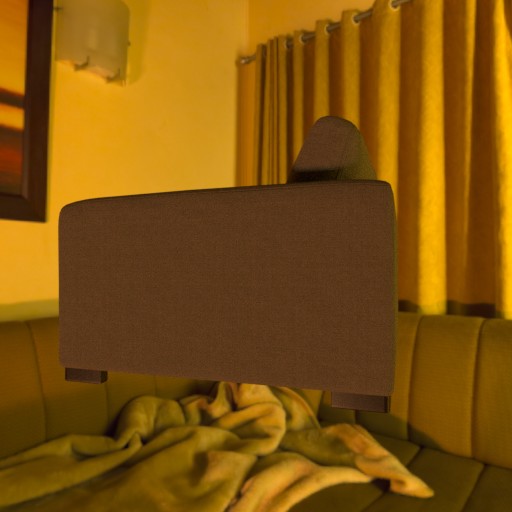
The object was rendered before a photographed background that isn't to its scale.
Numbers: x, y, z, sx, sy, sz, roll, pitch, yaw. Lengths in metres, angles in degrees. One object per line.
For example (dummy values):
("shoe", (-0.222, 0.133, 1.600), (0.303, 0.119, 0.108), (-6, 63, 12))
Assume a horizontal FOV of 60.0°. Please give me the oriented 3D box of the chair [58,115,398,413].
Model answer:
("chair", (0.000, 0.000, 1.814), (1.100, 0.847, 1.070), (0, -1, 18))
